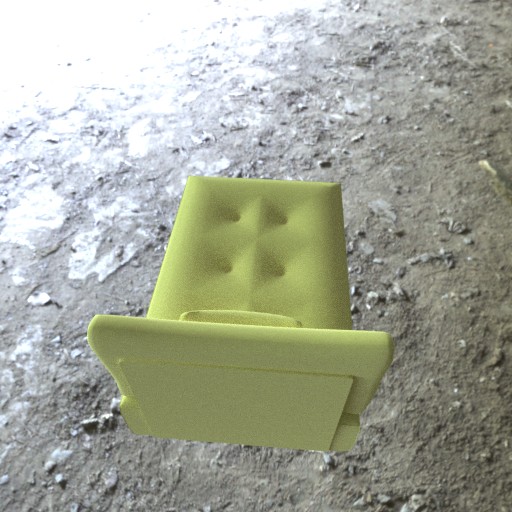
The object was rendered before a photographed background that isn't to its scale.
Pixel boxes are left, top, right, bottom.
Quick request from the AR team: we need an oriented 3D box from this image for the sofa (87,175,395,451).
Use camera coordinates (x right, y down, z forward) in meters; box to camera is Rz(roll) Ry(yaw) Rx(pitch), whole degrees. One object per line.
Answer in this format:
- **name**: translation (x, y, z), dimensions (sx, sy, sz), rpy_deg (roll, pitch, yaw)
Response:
- **sofa**: translation (0.000, 0.000, 2.031), dimensions (0.930, 0.820, 1.450), rpy_deg (3, 47, 3)
